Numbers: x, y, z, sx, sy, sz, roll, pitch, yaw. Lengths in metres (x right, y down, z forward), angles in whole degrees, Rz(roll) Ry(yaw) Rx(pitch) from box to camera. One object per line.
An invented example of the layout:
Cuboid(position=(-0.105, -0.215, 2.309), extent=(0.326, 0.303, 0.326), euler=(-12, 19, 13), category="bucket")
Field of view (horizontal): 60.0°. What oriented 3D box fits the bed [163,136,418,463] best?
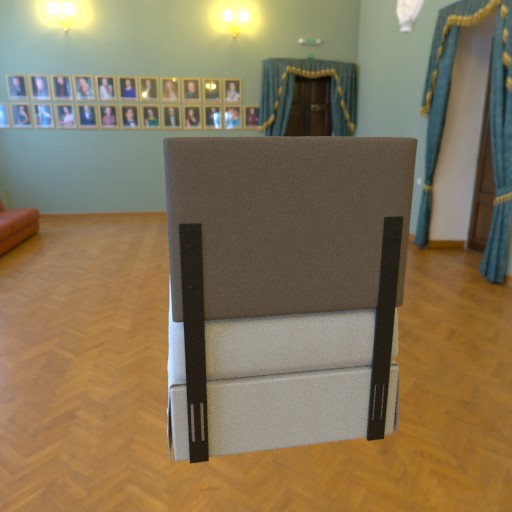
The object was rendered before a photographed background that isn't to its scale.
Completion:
Cuboid(position=(0.000, 0.000, 3.028), extent=(1.261, 1.571, 1.997), euler=(-3, 15, -10), category="bed")
